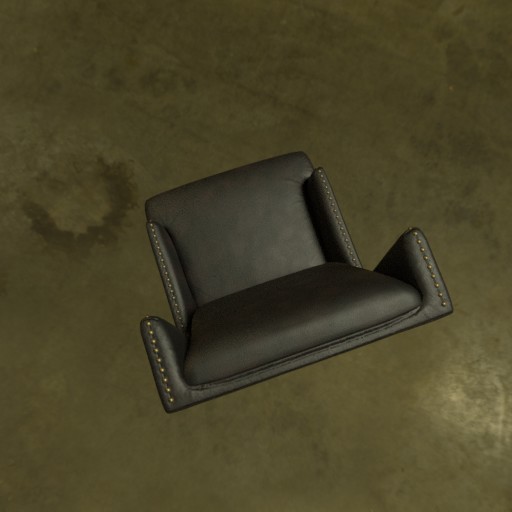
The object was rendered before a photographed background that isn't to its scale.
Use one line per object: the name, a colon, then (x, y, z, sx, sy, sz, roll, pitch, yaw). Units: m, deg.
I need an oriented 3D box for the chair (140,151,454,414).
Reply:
chair: (0.000, 0.000, 1.588, 0.703, 1.142, 0.799, -18, 77, -4)
